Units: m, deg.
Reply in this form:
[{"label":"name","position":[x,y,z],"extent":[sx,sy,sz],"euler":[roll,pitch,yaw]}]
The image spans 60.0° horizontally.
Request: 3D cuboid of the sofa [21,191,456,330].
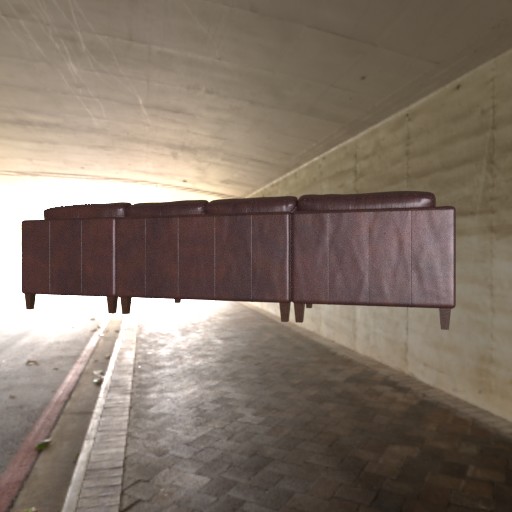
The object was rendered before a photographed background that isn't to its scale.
[{"label":"sofa","position":[0.000,0.000,4.322],"extent":[3.324,0.891,2.452],"euler":[0,0,18]}]
